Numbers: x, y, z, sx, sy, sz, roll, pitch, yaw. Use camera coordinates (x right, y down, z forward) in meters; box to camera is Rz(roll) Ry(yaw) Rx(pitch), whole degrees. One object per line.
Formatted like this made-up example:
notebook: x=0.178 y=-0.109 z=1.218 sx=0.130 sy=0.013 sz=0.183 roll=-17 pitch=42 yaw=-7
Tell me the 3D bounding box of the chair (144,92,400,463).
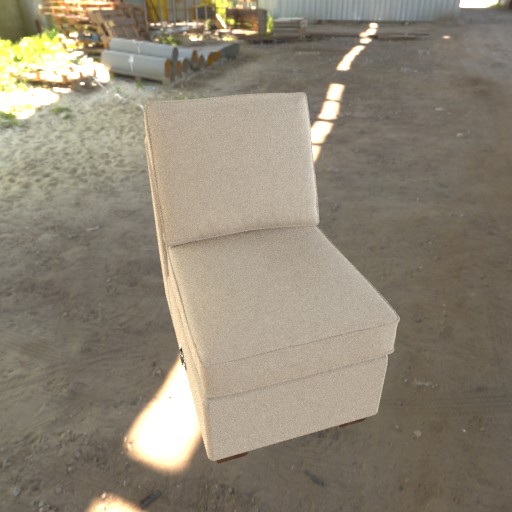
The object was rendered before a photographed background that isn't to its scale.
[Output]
chair: x=0.000 y=0.000 z=1.574 sx=0.621 sy=0.970 sz=0.938 roll=-9 pitch=33 yaw=-15
